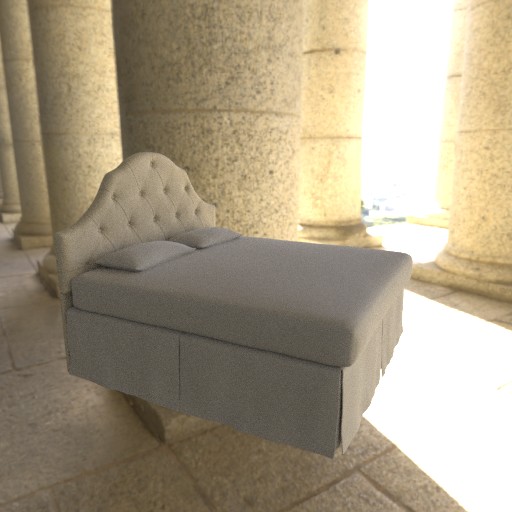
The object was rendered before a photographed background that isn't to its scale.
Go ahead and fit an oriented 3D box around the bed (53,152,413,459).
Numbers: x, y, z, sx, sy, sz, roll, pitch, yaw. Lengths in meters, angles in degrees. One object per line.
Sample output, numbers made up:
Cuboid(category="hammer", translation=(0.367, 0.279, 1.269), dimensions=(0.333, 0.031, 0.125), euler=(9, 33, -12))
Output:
Cuboid(category="bed", translation=(0.000, 0.000, 3.405), dimensions=(2.086, 1.555, 2.012), euler=(7, 15, 27))
